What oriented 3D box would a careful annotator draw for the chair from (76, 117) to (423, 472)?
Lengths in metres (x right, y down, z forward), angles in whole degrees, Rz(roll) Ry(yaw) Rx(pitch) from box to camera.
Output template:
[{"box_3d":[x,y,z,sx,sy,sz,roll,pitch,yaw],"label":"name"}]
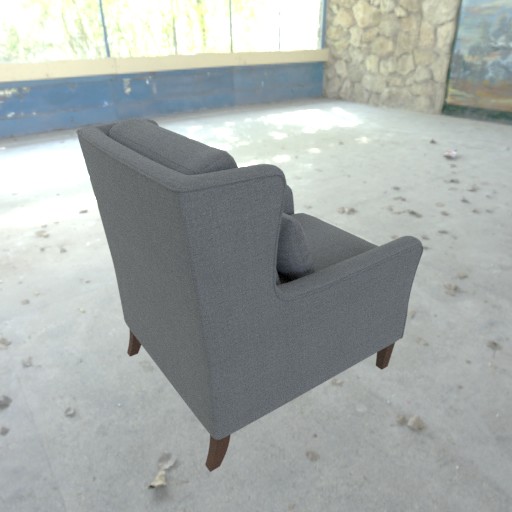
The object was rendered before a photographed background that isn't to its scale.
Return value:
[{"box_3d":[0.000,0.000,1.775,1.040,1.056,0.866,-18,33,-31],"label":"chair"}]
